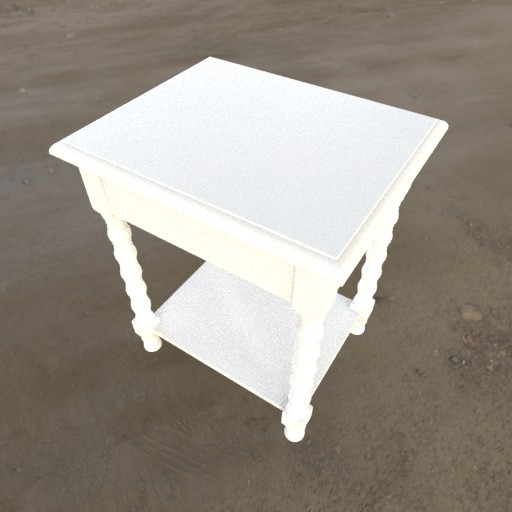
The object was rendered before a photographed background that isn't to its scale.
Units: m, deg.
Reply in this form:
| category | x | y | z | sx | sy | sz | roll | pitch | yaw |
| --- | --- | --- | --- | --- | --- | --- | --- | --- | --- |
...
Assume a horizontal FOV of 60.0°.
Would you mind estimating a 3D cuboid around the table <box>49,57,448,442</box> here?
| category | x | y | z | sx | sy | sz | roll | pitch | yaw |
| --- | --- | --- | --- | --- | --- | --- | --- | --- | --- |
| table | 0.000 | 0.000 | 0.836 | 0.460 | 0.531 | 0.381 | 25 | 51 | 22 |
